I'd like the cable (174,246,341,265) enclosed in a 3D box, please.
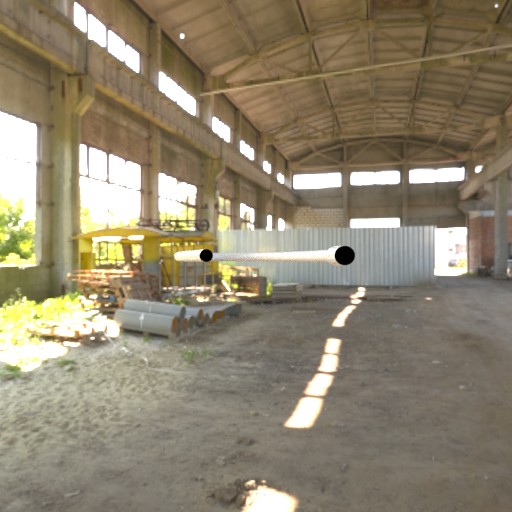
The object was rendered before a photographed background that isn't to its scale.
[{"bbox_3d":[0.000,0.000,0.113,0.040,0.006,0.098,0,-1,-18],"label":"cable"}]
